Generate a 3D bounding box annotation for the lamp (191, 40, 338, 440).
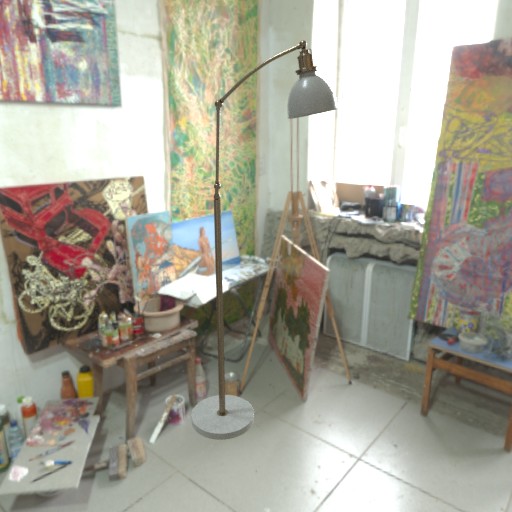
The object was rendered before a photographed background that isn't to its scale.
[{"bbox_3d":[0.000,0.000,1.799,0.599,1.586,0.288,3,17,10],"label":"lamp"}]
